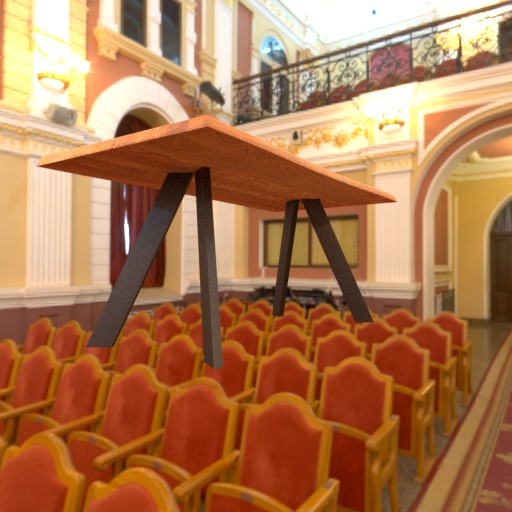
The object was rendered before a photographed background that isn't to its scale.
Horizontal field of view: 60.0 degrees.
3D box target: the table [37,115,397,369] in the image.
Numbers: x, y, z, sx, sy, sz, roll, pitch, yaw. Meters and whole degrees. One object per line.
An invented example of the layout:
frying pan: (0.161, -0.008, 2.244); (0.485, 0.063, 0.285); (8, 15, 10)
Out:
table: (0.000, 0.000, 2.251); (0.900, 0.770, 1.800); (-1, -2, 34)
